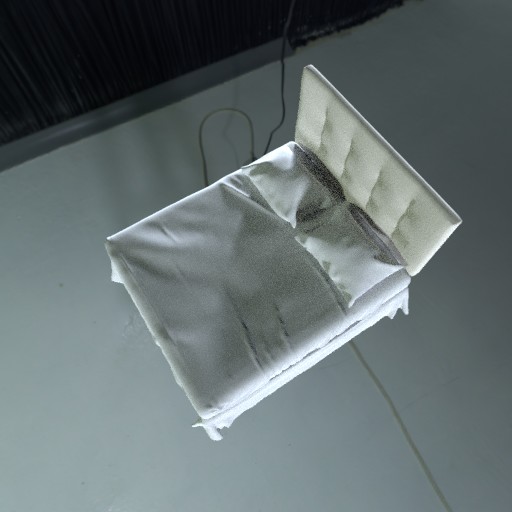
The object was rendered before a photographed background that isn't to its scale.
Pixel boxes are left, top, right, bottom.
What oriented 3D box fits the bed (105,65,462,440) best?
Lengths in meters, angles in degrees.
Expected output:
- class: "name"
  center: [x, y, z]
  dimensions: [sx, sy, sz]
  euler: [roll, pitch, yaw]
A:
- class: "bed"
  center: [0.000, 0.000, 3.524]
  dimensions: [2.222, 1.577, 1.936]
  euler: [-30, 69, -13]
